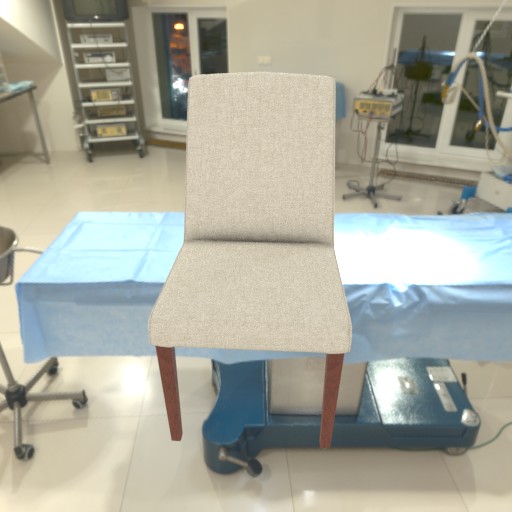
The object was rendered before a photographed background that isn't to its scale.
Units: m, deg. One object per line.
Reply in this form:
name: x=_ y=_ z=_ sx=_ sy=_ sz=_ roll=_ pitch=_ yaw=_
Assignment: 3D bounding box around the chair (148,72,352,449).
chair: x=0.000 y=0.000 z=1.252 sx=0.480 sy=0.900 sz=0.594 roll=2 pitch=30 yaw=3
